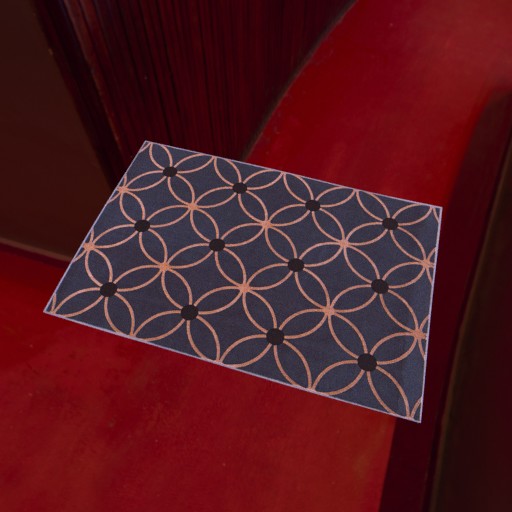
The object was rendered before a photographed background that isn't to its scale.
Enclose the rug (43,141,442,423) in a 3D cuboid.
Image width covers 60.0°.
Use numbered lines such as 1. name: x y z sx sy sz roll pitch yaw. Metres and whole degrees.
1. rug: 0.000 0.000 2.914 2.284 0.008 1.522 14 60 8
